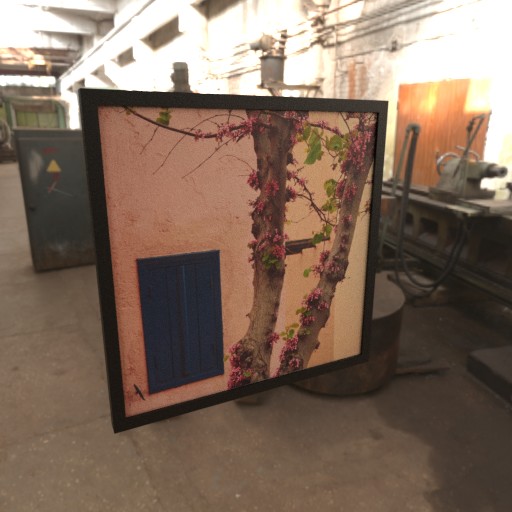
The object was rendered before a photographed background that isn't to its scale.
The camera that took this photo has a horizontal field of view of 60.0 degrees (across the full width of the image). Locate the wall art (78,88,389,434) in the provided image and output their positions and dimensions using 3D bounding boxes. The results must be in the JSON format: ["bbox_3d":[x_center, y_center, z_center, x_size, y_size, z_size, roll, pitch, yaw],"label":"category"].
[{"bbox_3d":[0.000,0.000,1.118,0.762,0.762,0.038,-8,17,-26],"label":"wall art"}]
